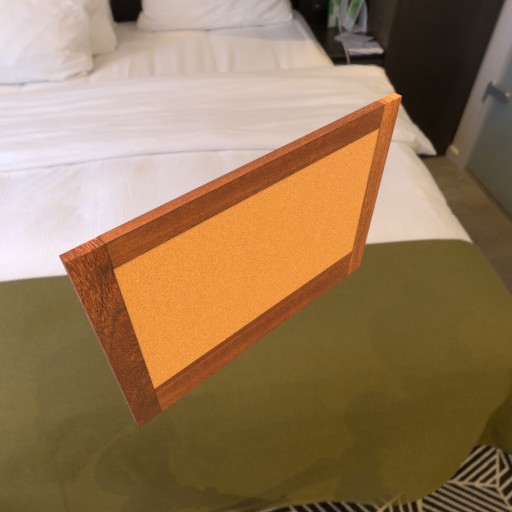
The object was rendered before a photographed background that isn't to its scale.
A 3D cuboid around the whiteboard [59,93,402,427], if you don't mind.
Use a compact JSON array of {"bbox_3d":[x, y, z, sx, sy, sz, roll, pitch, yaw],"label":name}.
[{"bbox_3d":[0.000,0.000,1.028,0.783,0.559,0.083,-32,54,-27],"label":"whiteboard"}]
